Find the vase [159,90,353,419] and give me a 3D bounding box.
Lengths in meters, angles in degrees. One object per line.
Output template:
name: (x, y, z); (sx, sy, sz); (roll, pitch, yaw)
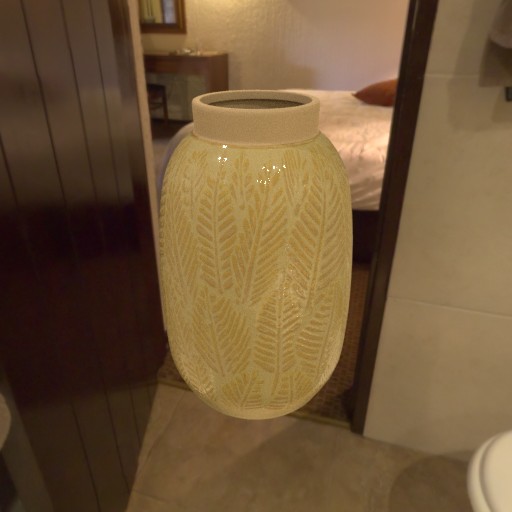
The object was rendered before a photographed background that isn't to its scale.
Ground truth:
vase: (0.000, 0.000, 0.399); (0.172, 0.270, 0.172); (0, 28, 0)
